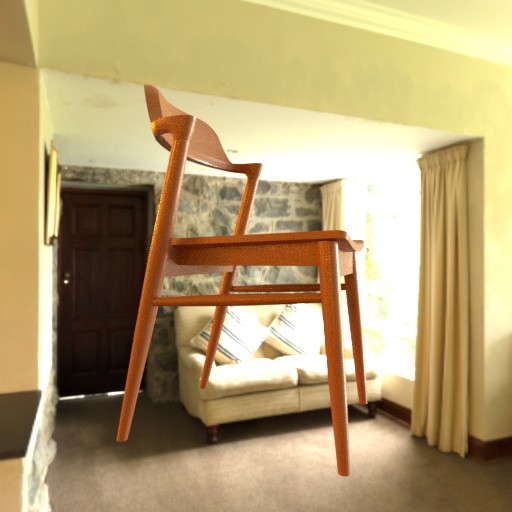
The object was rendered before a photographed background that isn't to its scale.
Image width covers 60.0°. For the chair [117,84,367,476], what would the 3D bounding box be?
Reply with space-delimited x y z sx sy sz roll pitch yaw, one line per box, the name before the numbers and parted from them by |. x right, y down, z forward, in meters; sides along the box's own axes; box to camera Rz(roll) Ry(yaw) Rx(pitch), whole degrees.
chair | 0.000 0.000 1.088 0.499 0.801 0.496 0 -1 18
